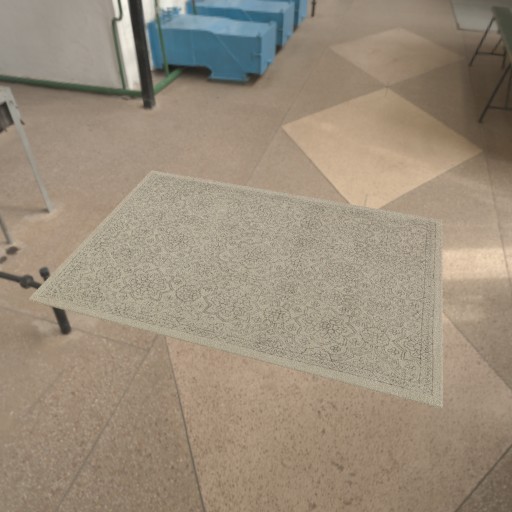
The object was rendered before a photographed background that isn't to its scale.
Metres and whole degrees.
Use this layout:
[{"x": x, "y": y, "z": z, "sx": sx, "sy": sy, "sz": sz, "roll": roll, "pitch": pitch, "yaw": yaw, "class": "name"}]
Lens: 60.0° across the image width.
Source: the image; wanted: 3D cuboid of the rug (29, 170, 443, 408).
[{"x": 0.000, "y": 0.000, "z": 2.280, "sx": 1.829, "sy": 0.010, "sz": 1.219, "roll": 12, "pitch": 43, "yaw": 13, "class": "rug"}]
